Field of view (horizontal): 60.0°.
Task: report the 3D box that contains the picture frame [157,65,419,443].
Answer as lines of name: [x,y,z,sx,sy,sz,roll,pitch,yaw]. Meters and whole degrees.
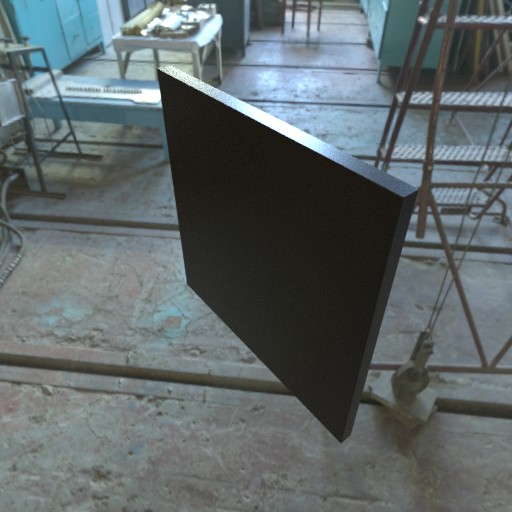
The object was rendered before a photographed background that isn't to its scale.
picture frame: [0.000,0.000,0.842,0.029,0.557,0.559,-27,47,-28]
